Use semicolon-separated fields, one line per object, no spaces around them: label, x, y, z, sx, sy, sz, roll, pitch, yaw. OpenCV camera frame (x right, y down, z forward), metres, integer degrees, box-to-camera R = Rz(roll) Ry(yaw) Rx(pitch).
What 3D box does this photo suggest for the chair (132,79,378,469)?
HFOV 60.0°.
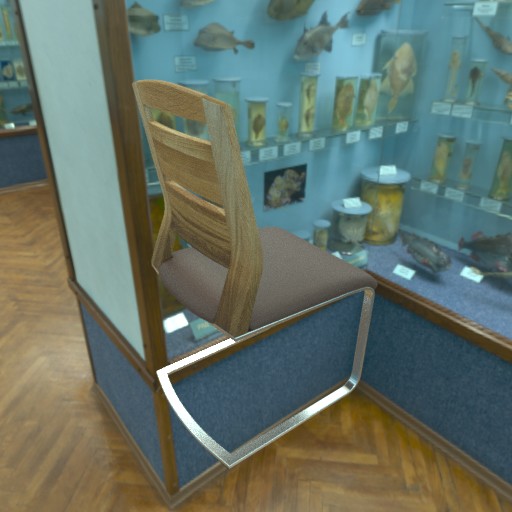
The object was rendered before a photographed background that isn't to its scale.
chair;0.000;0.000;1.273;0.570;0.970;0.460;-19;33;-32
